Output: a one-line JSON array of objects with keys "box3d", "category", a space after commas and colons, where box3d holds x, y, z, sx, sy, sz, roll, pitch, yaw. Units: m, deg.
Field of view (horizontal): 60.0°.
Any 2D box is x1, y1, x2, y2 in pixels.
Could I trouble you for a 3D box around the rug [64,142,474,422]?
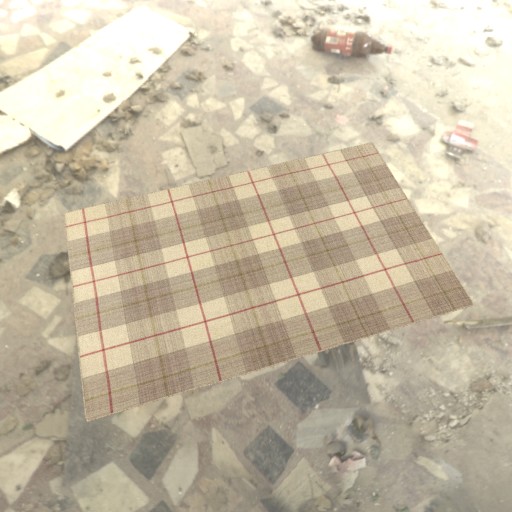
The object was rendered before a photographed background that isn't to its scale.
[{"box3d": [0.000, 0.000, 3.044, 2.464, 0.010, 1.549, -15, 60, -9], "category": "rug"}]
